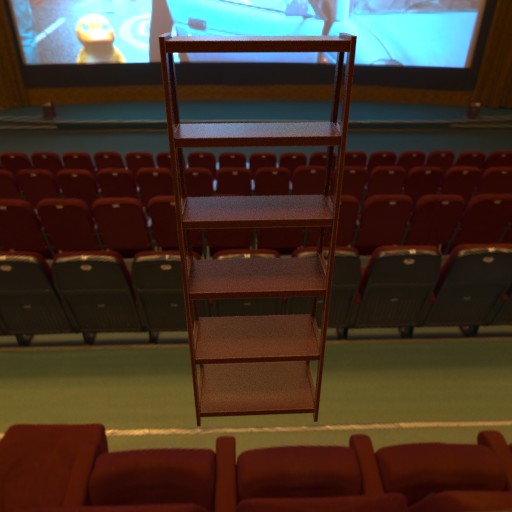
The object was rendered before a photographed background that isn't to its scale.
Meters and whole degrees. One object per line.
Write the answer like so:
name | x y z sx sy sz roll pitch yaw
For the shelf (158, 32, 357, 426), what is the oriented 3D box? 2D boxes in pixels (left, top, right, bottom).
shelf | 0.000 0.000 2.098 0.660 1.892 0.381 -1 30 -2
